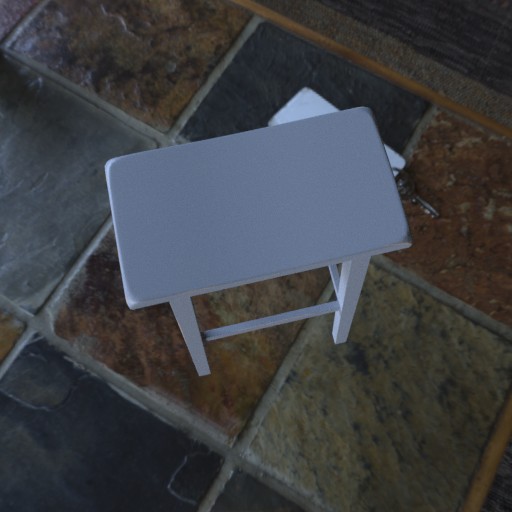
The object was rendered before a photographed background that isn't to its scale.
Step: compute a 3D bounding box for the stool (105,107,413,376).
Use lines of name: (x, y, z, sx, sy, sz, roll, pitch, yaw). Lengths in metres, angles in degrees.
stool: (0.000, 0.000, 1.044, 0.457, 0.737, 0.476, -13, 77, -3)
